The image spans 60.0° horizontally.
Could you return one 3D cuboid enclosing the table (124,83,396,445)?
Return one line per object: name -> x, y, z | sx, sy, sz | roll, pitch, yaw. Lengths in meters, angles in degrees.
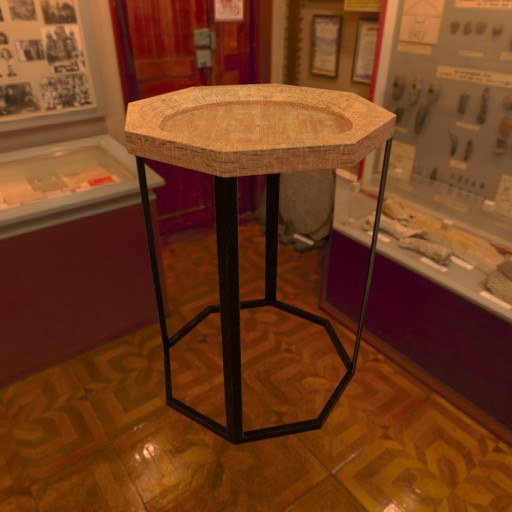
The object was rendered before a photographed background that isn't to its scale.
table -> 0.000, 0.000, 0.855 | 0.437, 0.553, 0.437 | -20, 37, -29
